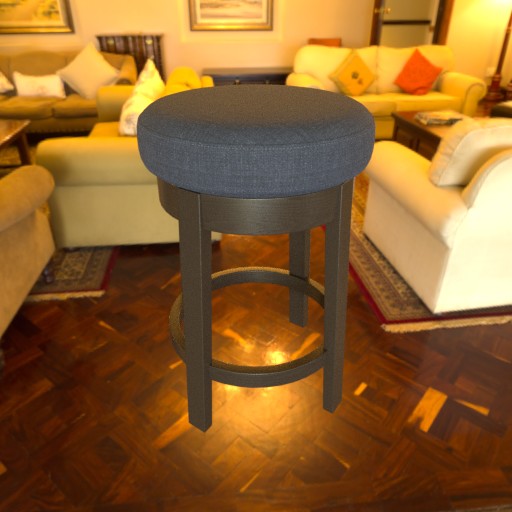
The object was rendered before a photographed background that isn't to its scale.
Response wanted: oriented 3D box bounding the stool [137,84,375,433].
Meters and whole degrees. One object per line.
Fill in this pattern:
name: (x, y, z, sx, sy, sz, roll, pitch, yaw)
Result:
stool: (0.000, 0.000, 0.954, 0.449, 0.655, 0.449, 0, 30, 0)
